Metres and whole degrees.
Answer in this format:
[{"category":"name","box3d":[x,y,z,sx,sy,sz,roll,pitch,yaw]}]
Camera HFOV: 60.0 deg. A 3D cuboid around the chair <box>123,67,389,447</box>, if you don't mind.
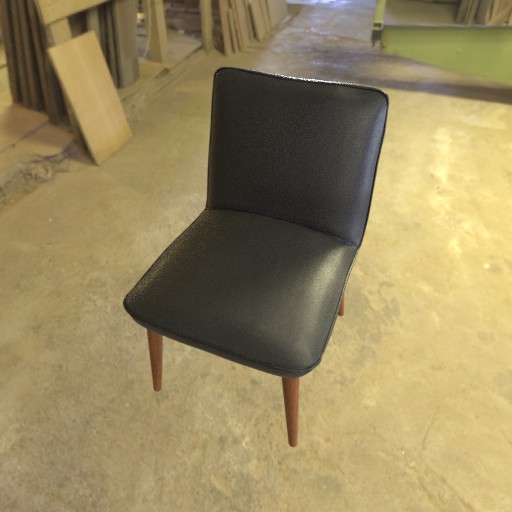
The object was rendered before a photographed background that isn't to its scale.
[{"category":"chair","box3d":[0.000,0.000,1.220,0.543,0.801,0.645,12,42,14]}]
